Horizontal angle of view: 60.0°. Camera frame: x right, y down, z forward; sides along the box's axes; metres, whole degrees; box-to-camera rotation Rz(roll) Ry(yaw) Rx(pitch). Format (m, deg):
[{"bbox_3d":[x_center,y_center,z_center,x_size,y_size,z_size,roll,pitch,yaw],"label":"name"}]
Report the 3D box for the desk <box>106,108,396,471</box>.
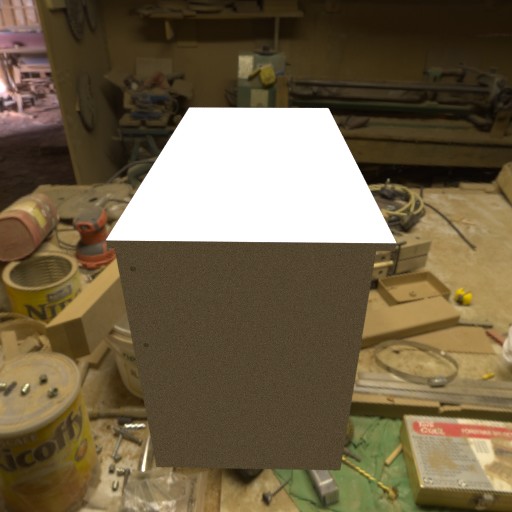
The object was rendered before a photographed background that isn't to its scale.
[{"bbox_3d":[0.000,0.000,1.510,0.560,0.730,1.096,1,31,1],"label":"desk"}]
